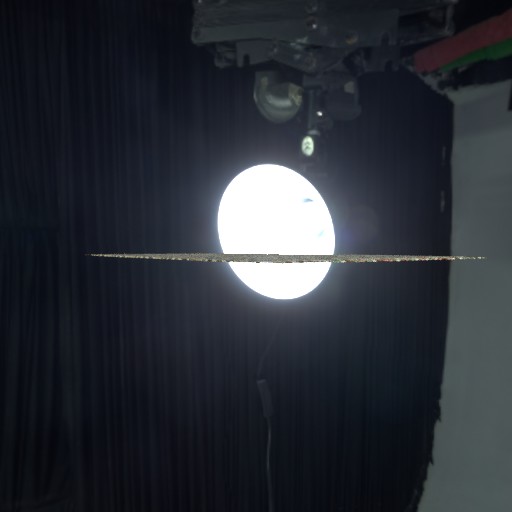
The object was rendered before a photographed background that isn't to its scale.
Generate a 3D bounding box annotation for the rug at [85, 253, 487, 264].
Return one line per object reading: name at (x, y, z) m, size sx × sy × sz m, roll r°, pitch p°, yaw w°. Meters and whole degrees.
rug at (0.000, 0.000, 2.306) m, size 1.219 × 0.008 × 1.829 m, roll -1°, pitch 1°, yaw -37°
